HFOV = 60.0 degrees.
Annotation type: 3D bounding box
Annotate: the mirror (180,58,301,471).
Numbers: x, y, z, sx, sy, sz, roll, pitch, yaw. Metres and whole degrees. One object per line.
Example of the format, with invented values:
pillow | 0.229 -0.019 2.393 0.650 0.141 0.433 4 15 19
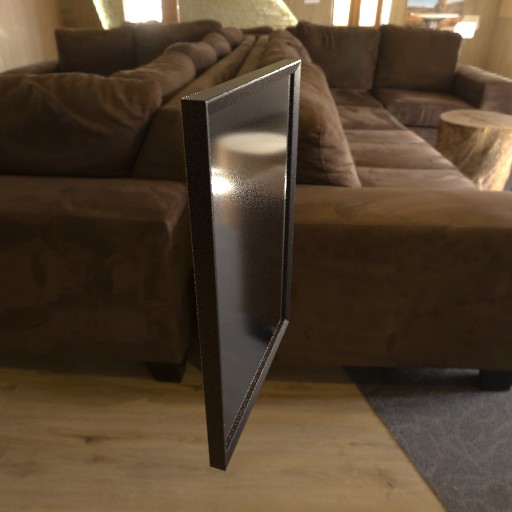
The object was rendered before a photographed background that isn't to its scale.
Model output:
mirror | 0.000 0.000 0.926 0.039 0.710 0.507 9 31 16
